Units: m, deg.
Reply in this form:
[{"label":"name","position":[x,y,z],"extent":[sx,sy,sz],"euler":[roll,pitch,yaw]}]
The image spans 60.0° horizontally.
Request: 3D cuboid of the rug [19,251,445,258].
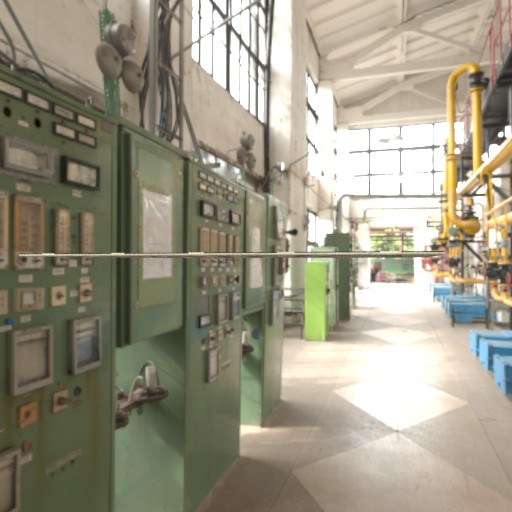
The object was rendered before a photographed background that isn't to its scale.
[{"label":"rug","position":[0.000,0.000,4.112],"extent":[3.049,0.021,2.466],"euler":[0,-1,19]}]
